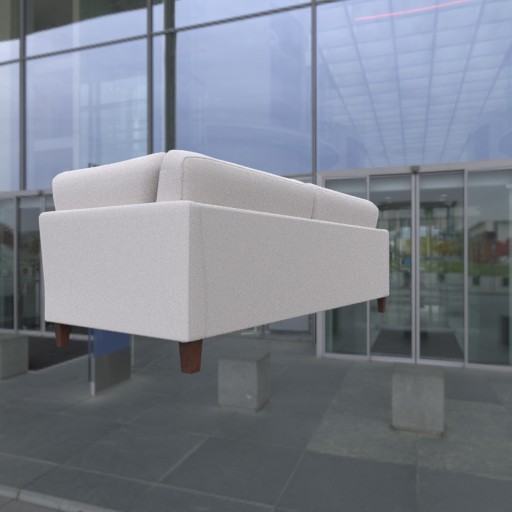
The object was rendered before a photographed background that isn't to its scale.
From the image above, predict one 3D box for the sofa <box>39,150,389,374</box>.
[{"bbox_3d":[0.000,0.000,2.762,0.957,0.863,2.301,0,0,35],"label":"sofa"}]
